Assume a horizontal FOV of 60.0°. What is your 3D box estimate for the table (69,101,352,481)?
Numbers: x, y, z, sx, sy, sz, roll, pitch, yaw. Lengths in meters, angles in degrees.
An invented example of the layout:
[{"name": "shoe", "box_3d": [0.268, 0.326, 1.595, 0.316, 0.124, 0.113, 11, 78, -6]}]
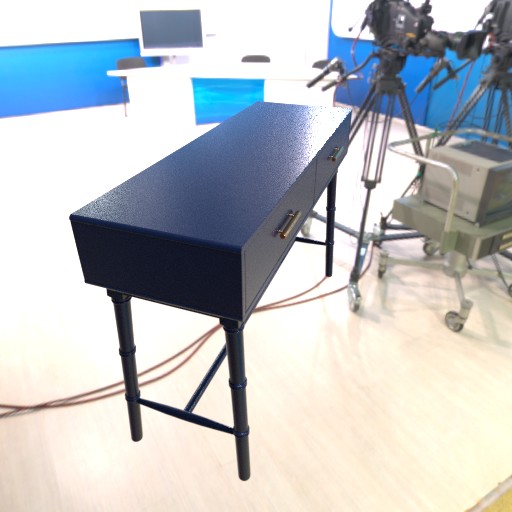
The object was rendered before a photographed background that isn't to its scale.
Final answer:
[{"name": "table", "box_3d": [0.000, 0.000, 1.482, 0.399, 0.749, 1.118, 11, 33, 17]}]
